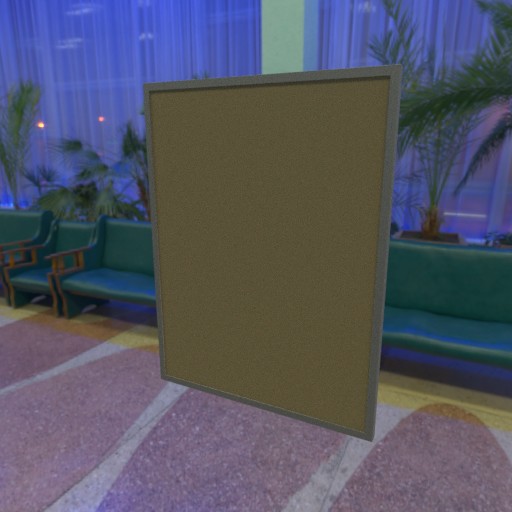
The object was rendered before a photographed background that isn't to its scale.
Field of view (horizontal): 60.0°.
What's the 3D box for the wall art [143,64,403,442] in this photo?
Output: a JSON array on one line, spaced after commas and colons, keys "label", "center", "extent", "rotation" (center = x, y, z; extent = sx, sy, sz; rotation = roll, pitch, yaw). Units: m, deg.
[{"label": "wall art", "center": [0.000, 0.000, 1.371], "extent": [0.789, 1.042, 0.034], "rotation": [7, 16, 26]}]
